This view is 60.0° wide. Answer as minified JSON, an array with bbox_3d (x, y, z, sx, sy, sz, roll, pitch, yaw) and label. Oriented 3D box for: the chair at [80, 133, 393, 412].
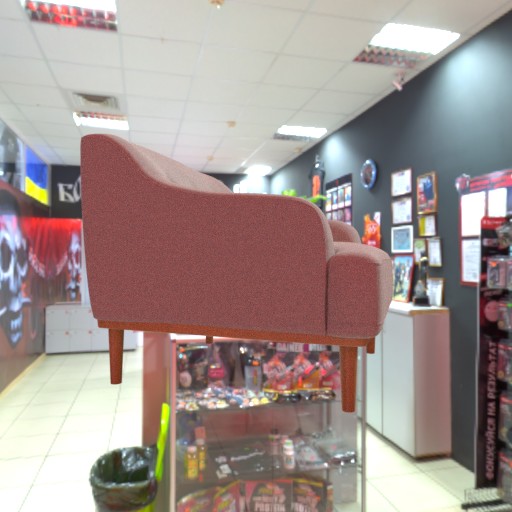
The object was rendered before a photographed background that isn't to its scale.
[{"bbox_3d":[0.000,0.000,1.646,0.951,0.818,0.946,0,0,19],"label":"chair"}]
